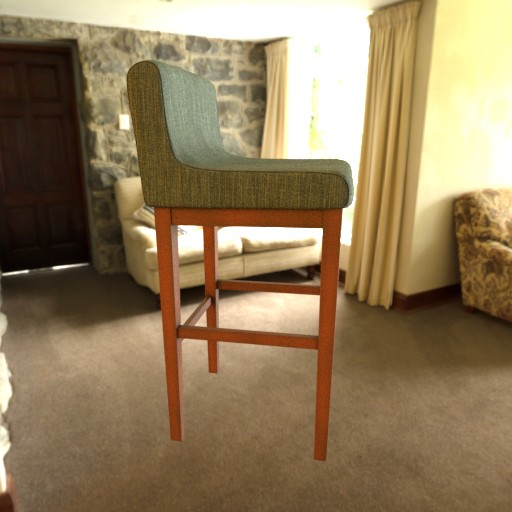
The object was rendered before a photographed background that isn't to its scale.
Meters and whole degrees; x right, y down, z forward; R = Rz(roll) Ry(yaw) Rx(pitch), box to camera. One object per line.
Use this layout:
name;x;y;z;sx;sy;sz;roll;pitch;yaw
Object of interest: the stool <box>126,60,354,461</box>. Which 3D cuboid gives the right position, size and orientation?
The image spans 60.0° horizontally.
stool;0.000;0.000;1.222;0.499;0.965;0.426;3;16;11
